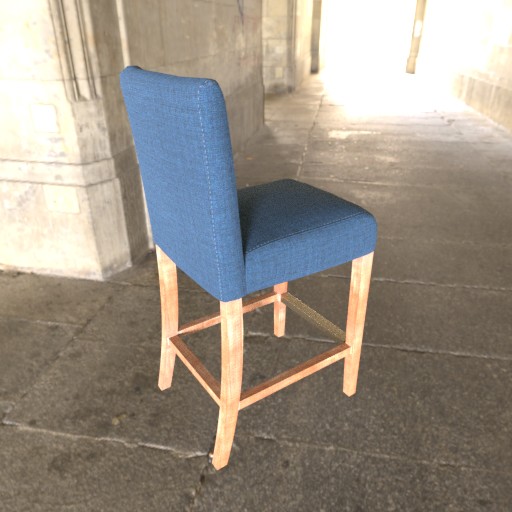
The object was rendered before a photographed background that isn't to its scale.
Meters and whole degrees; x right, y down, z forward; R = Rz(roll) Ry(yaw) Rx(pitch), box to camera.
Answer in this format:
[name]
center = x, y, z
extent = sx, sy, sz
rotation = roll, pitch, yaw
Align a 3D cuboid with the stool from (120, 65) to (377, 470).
[stool]
center = 0.000, 0.000, 1.314
extent = 0.567, 1.039, 0.454
rotation = -18, 32, -30
